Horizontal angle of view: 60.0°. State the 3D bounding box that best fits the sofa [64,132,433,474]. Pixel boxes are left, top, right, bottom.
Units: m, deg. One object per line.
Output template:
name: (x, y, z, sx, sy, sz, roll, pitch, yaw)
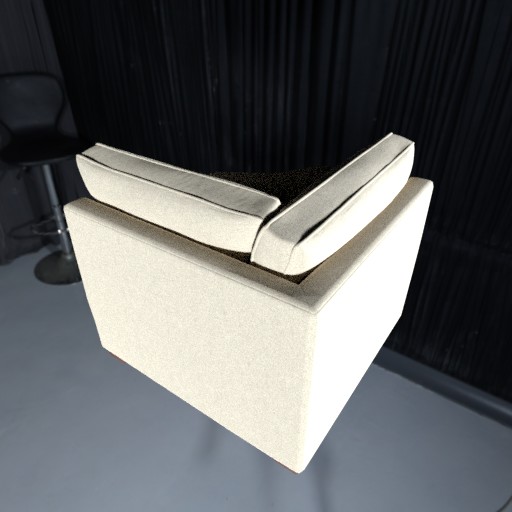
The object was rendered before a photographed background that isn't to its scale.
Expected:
sofa: (0.000, 0.000, 1.977, 1.146, 1.002, 1.084, 21, 39, 29)
